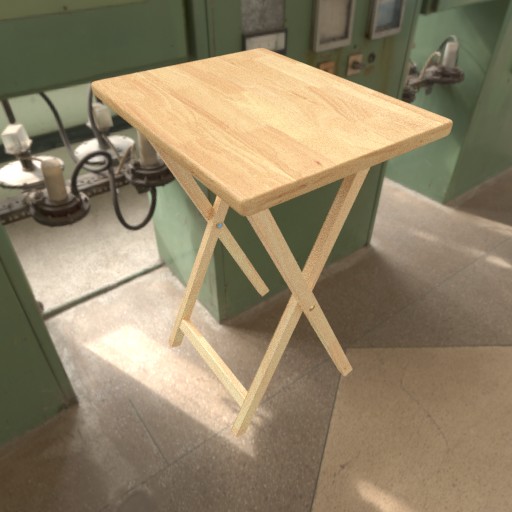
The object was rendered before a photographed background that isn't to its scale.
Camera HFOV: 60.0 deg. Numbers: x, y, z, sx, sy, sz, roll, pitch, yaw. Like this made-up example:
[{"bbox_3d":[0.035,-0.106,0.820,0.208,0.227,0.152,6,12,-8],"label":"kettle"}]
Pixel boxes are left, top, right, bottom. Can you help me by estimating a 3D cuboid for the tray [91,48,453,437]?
[{"bbox_3d":[0.000,0.000,0.930,0.381,0.660,0.483,-25,46,-27],"label":"tray"}]
